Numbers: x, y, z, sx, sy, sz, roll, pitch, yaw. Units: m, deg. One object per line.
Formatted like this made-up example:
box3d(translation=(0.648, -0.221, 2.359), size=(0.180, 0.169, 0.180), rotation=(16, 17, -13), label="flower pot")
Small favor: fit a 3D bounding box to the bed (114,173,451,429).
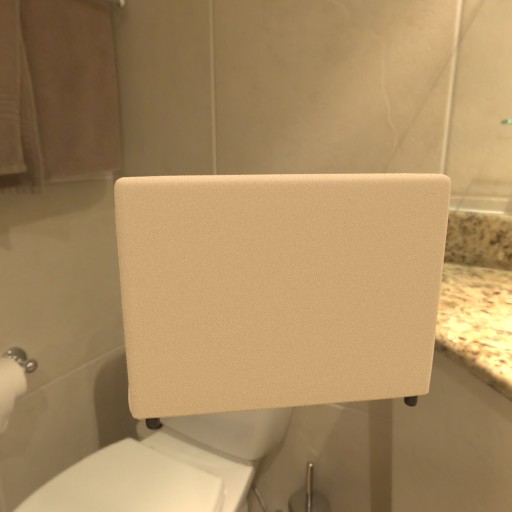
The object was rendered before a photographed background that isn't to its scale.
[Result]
box3d(translation=(0.000, 0.000, 3.268), size=(1.714, 1.330, 2.147), rotation=(-2, 15, -8), label="bed")
